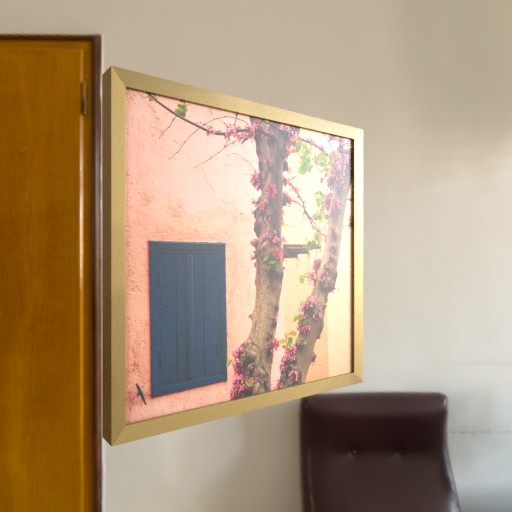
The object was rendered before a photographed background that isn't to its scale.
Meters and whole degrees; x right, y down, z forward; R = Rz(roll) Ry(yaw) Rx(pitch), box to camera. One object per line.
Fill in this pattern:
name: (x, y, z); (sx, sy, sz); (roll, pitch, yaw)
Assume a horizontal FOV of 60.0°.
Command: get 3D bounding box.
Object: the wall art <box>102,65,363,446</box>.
wall art: (0.000, 0.000, 0.757); (0.507, 0.508, 0.038); (0, 0, -36)
